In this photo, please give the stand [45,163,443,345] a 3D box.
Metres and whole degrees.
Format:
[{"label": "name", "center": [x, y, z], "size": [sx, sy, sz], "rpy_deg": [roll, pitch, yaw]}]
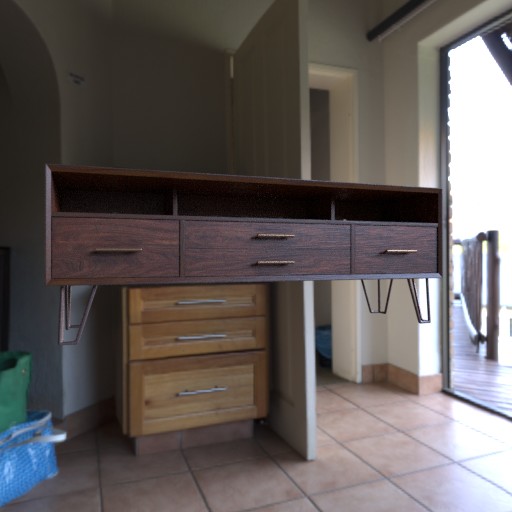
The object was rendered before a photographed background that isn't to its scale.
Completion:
[{"label": "stand", "center": [0.000, 0.000, 1.934], "size": [1.626, 0.610, 0.481], "rpy_deg": [0, 0, -19]}]
